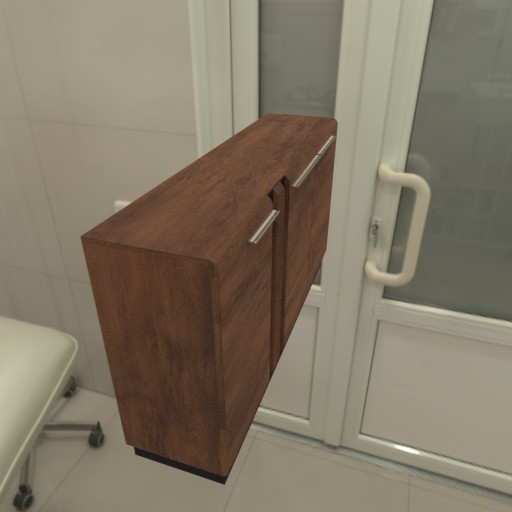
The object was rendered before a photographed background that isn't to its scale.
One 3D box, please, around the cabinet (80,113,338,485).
[{"bbox_3d":[0.000,0.000,1.985,0.420,0.900,1.600,10,31,17],"label":"cabinet"}]
